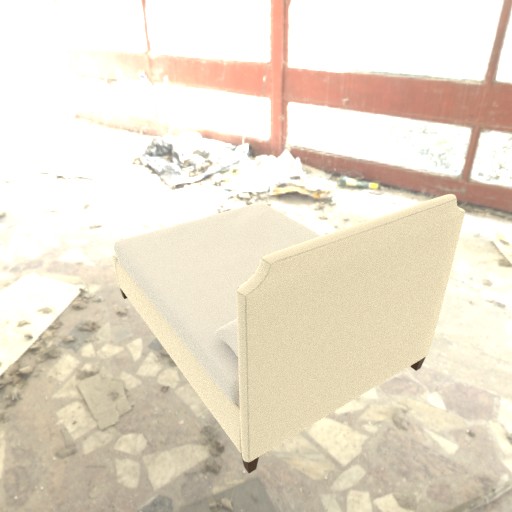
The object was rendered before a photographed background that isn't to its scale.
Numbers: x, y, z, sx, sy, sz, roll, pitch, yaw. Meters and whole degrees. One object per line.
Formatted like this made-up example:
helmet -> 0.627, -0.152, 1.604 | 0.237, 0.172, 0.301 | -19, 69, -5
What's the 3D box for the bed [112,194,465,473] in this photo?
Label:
bed -> 0.000, 0.000, 3.564 | 1.712, 1.497, 2.372 | -18, 34, -29
